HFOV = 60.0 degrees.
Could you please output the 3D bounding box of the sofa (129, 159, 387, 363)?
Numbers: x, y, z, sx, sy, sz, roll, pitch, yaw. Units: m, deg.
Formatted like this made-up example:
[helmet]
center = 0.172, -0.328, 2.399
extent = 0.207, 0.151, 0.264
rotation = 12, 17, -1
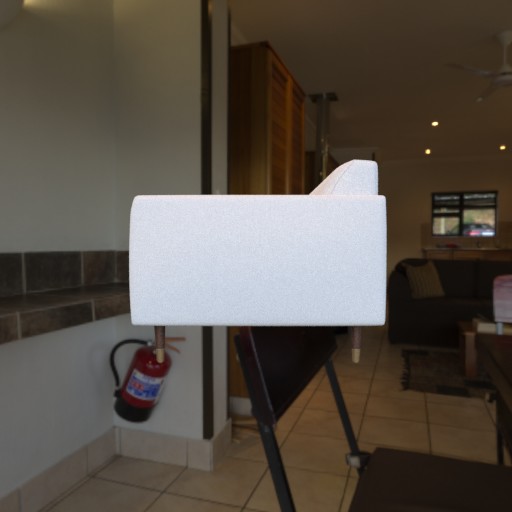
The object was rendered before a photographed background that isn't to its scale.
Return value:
[sofa]
center = 0.000, 0.000, 2.758
extent = 0.990, 0.821, 2.291
rotation = 0, 1, 0
